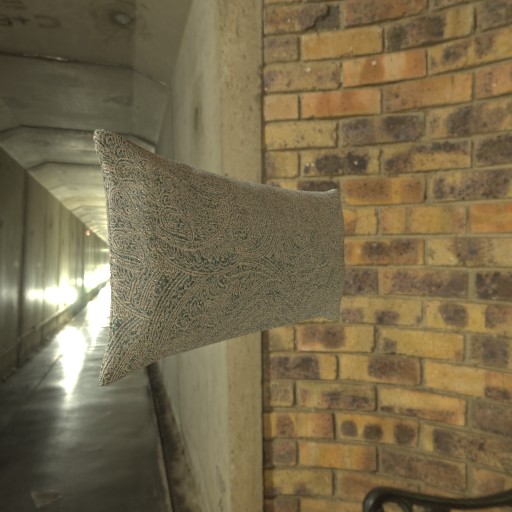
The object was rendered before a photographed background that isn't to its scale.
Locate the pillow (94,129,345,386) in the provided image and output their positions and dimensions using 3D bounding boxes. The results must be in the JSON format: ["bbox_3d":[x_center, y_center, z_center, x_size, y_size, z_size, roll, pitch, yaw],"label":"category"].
[{"bbox_3d":[0.000,0.000,0.748,0.151,0.295,0.615,1,1,36],"label":"pillow"}]
